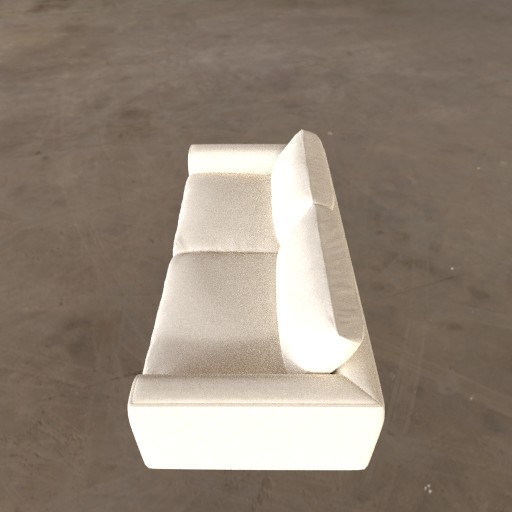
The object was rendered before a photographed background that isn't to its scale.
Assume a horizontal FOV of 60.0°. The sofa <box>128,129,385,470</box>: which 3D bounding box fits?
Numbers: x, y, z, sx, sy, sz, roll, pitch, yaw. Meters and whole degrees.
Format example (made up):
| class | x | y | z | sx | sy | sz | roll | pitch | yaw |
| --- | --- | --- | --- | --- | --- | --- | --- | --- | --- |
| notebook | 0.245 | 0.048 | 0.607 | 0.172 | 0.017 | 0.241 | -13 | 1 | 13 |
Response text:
| class | x | y | z | sx | sy | sz | roll | pitch | yaw |
| --- | --- | --- | --- | --- | --- | --- | --- | --- | --- |
| sofa | 0.000 | 0.000 | 2.685 | 1.070 | 0.801 | 2.262 | 0 | 41 | 0 |
